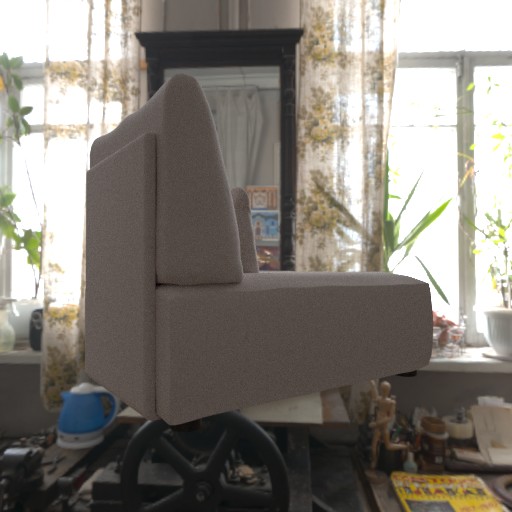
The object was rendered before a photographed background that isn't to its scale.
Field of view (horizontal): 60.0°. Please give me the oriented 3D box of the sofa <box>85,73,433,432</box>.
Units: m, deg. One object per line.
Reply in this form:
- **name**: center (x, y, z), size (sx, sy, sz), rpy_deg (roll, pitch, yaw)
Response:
- **sofa**: center (0.000, 0.000, 1.525), size (1.000, 0.820, 0.700), rpy_deg (1, -2, -35)
